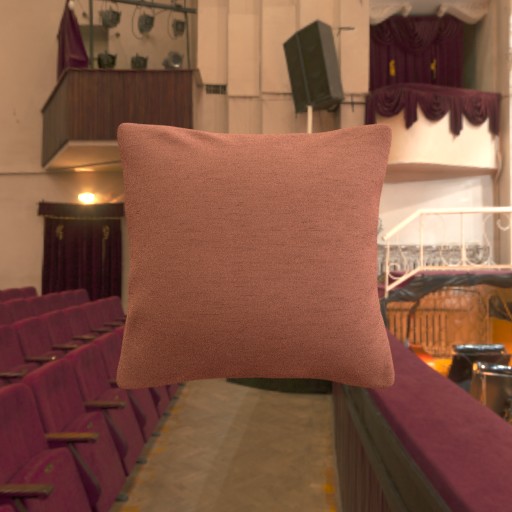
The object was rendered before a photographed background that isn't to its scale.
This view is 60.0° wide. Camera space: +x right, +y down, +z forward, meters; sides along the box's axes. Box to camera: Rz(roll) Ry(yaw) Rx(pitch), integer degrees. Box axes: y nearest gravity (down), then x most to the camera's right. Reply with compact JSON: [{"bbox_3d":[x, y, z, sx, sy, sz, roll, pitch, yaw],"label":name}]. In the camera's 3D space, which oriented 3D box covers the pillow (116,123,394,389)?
[{"bbox_3d":[0.000,0.000,0.692,0.432,0.415,0.246,0,-1,-1],"label":"pillow"}]
